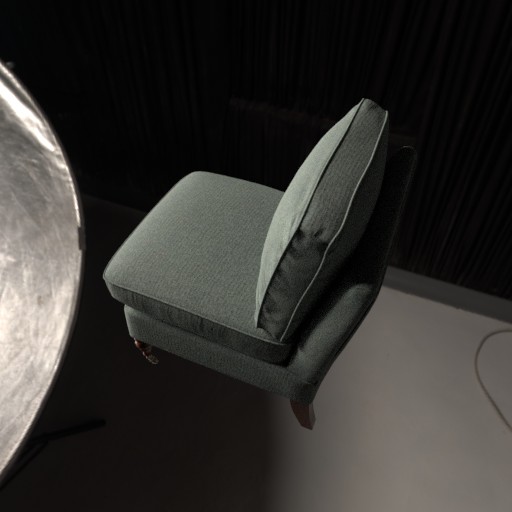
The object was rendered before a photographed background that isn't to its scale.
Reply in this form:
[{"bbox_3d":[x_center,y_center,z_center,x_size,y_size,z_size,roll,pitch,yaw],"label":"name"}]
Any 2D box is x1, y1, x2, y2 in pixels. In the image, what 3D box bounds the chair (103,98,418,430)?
[{"bbox_3d":[0.000,0.000,1.445,0.796,0.901,0.624,17,48,15],"label":"chair"}]
